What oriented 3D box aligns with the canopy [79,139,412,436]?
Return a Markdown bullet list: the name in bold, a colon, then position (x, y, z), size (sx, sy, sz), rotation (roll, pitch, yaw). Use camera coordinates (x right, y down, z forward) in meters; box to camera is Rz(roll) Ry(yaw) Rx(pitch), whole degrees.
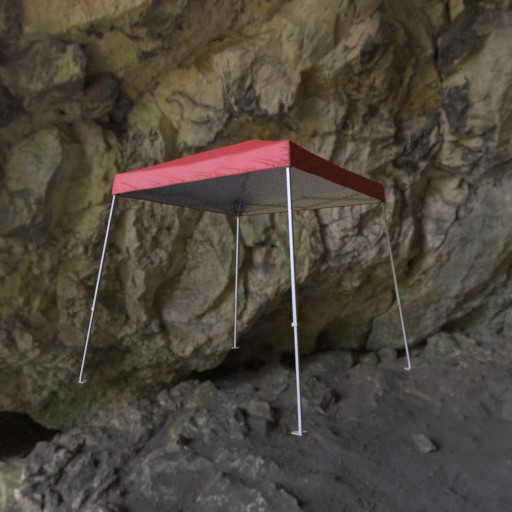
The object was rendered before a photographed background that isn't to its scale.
- **canopy**: position (0.000, 0.000, 5.352), size (2.848, 2.849, 2.849), rotation (-2, -3, 35)
